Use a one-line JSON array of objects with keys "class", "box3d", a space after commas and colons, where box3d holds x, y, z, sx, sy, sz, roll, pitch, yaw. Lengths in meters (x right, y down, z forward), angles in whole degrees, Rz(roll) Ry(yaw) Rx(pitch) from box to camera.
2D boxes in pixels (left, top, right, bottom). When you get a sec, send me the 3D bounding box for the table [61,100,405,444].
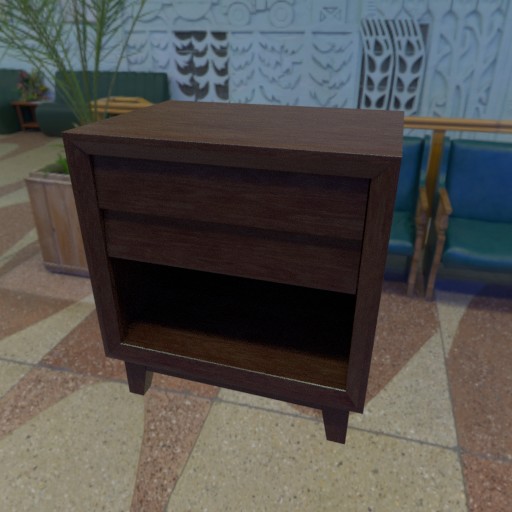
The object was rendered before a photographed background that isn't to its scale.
[{"class": "table", "box3d": [0.000, 0.000, 1.011, 0.557, 0.609, 0.449, 8, 28, 15]}]
